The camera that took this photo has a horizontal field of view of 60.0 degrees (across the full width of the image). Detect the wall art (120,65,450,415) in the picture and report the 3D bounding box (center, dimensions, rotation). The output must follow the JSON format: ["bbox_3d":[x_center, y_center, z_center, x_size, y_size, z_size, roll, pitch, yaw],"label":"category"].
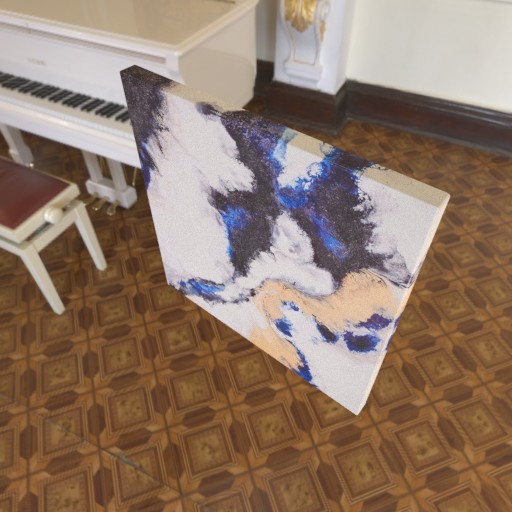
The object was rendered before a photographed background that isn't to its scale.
[{"bbox_3d":[0.000,0.000,0.907,0.609,0.609,0.039,30,54,25],"label":"wall art"}]
